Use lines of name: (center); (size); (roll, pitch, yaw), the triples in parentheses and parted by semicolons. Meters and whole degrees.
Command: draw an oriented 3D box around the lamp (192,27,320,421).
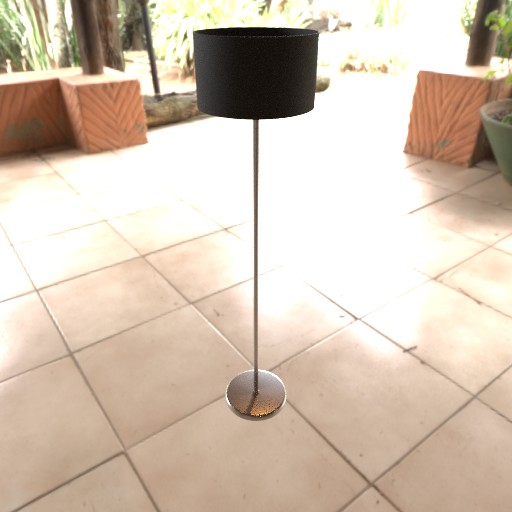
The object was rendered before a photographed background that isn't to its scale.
lamp: (0.000, 0.000, 1.592); (0.348, 1.443, 0.348); (-22, 37, -32)
